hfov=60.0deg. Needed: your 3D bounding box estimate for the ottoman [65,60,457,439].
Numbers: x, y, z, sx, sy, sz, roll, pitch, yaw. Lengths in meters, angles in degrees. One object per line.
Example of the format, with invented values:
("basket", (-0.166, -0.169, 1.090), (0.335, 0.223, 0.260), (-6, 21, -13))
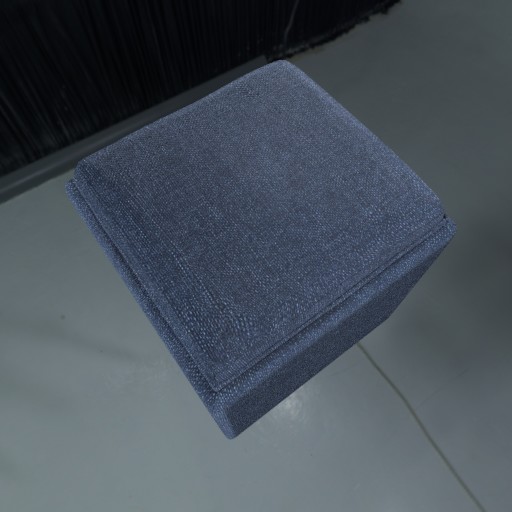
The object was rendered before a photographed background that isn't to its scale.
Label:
("ottoman", (0.000, 0.000, 0.839), (0.454, 0.493, 0.436), (-33, 68, -16))
